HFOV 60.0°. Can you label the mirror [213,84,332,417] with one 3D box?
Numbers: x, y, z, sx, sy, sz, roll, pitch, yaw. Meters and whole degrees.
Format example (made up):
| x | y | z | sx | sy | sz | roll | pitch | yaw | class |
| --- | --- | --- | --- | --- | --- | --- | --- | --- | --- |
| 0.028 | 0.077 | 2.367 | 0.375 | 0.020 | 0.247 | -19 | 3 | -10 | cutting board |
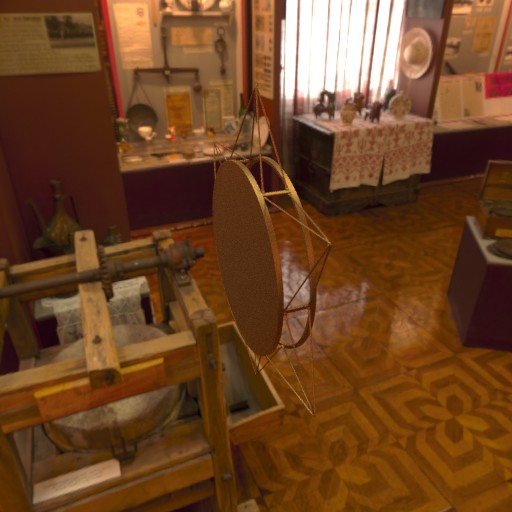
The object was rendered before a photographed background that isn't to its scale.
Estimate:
| x | y | z | sx | sy | sz | roll | pitch | yaw | class |
| --- | --- | --- | --- | --- | --- | --- | --- | --- | --- |
| 0.000 | 0.000 | 0.796 | 0.062 | 0.581 | 0.498 | -11 | 31 | -18 | mirror |
